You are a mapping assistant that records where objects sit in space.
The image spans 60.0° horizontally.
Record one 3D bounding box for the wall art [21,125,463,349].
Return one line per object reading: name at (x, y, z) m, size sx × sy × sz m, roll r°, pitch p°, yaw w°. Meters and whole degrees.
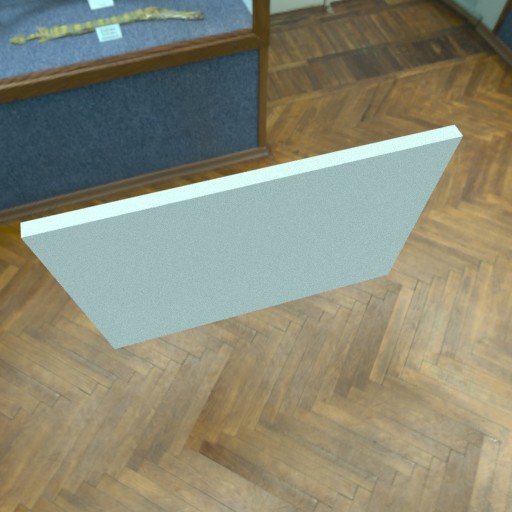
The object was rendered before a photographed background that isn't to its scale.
wall art at (0.000, 0.000, 1.664) m, size 1.308 × 0.902 × 0.051 m, roll -14°, pitch 61°, yaw -8°
